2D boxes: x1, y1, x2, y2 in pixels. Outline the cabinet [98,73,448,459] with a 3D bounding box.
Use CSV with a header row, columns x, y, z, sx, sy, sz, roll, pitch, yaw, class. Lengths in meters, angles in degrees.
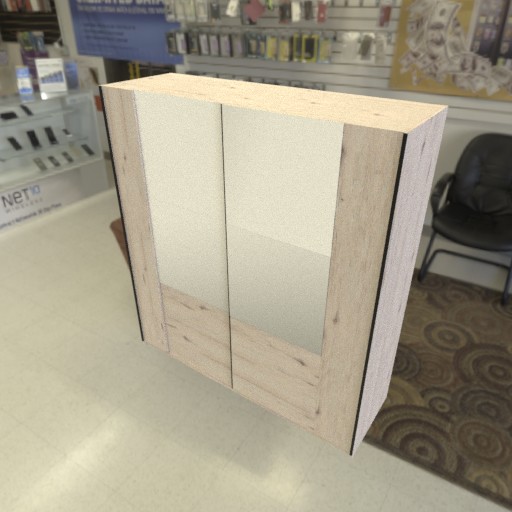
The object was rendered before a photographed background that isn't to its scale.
x,y,z,sx,sy,sz,roll,pitch,yaw,class
0.000,0.000,3.134,2.000,2.180,0.660,19,36,29,cabinet
